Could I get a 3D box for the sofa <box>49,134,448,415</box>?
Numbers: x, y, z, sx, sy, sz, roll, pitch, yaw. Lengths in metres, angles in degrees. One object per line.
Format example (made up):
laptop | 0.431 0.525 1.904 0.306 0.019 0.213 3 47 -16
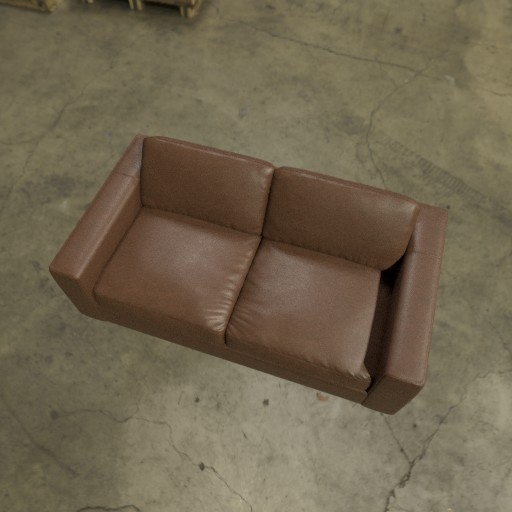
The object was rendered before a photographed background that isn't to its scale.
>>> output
sofa | 0.000 0.000 2.489 1.920 0.800 1.070 16 59 10
